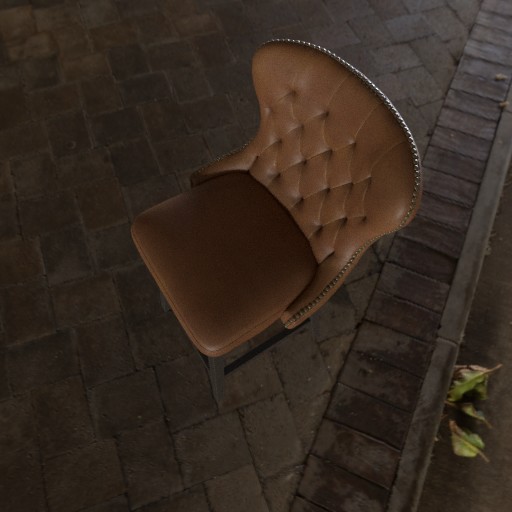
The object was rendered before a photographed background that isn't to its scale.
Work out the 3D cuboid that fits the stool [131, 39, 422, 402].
[{"bbox_3d":[0.000,0.000,1.266,0.593,0.971,0.528,-30,68,-14],"label":"stool"}]
